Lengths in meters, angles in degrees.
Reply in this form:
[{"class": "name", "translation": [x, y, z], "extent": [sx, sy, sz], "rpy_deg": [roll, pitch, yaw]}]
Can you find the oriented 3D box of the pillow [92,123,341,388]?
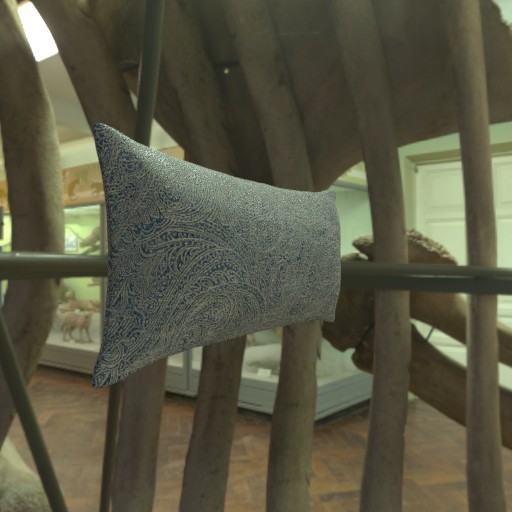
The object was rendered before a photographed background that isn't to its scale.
[{"class": "pillow", "translation": [0.000, 0.000, 0.736], "extent": [0.151, 0.295, 0.615], "rpy_deg": [0, 0, 35]}]
